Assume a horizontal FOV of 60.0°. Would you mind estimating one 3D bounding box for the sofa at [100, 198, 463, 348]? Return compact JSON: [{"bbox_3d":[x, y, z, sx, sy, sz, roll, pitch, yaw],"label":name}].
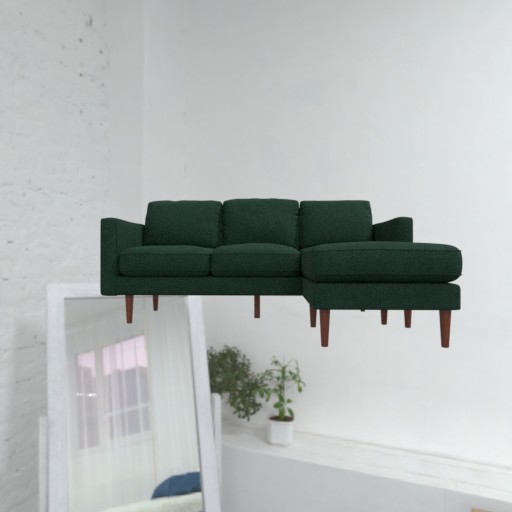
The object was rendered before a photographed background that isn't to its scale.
[{"bbox_3d":[0.000,0.000,2.900,2.030,0.899,1.580,0,0,2],"label":"sofa"}]
